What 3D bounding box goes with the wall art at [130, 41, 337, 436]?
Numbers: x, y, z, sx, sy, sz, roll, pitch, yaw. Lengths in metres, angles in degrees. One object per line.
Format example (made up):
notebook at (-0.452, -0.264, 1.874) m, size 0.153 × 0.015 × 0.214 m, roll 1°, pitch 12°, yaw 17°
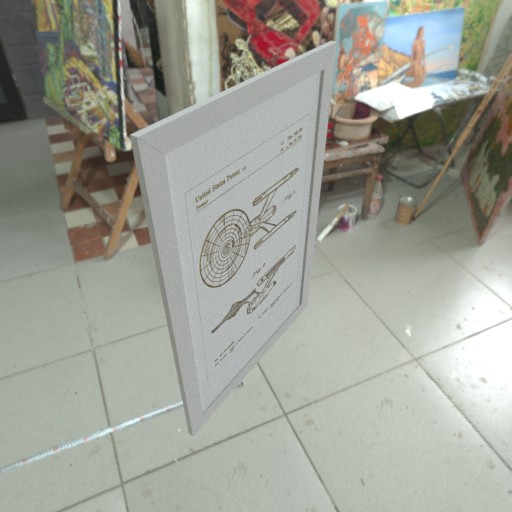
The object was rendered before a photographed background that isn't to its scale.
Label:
wall art at (0.000, 0.000, 0.837) m, size 0.011 × 0.659 × 0.454 m, roll 26°, pitch 47°, yaw 27°
